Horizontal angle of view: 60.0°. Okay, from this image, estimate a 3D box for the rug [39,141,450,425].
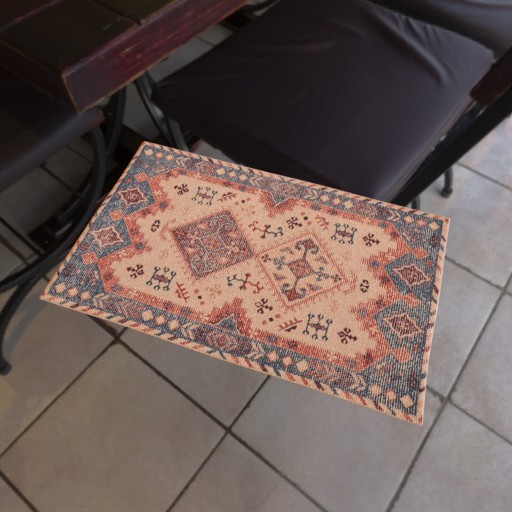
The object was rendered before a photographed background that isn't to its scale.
[{"bbox_3d":[0.000,0.000,3.047,2.464,0.023,1.521,16,59,10],"label":"rug"}]
